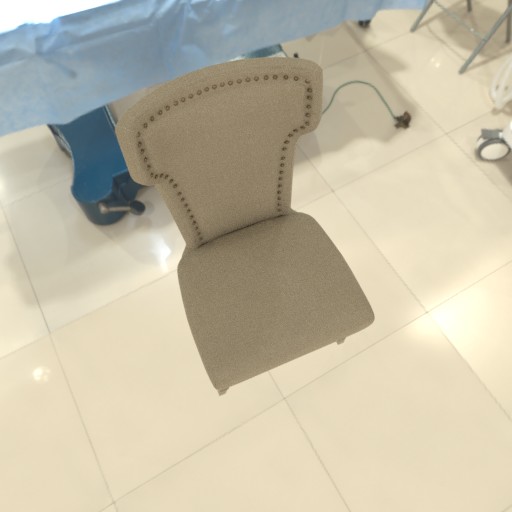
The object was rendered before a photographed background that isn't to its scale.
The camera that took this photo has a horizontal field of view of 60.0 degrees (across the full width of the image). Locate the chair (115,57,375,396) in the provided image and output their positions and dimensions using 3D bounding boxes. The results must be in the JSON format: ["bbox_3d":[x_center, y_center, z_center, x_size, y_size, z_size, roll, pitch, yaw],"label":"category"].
[{"bbox_3d":[0.000,0.000,1.355,0.526,0.955,0.630,-21,66,-10],"label":"chair"}]
